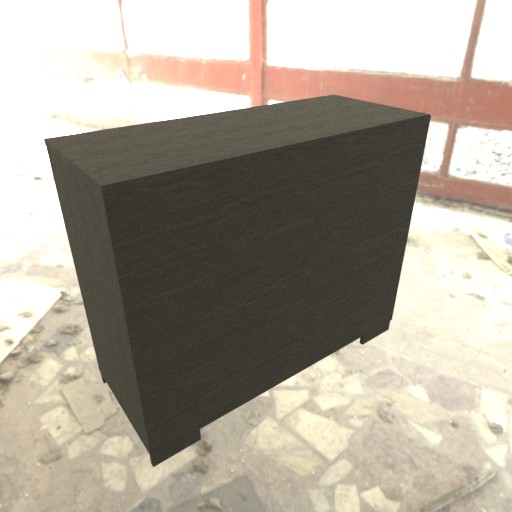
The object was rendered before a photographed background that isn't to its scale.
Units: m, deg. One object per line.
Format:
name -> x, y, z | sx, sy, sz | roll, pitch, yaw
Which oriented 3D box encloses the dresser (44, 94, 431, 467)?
dresser -> 0.000, 0.000, 1.402 | 0.994, 0.816, 0.404 | -20, 36, -31
